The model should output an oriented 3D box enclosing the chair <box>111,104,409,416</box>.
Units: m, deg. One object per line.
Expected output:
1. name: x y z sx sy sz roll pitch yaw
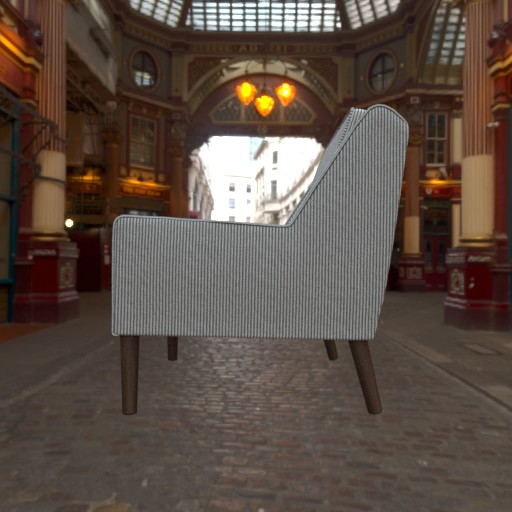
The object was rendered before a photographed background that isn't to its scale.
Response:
1. chair: 0.000 0.000 1.395 0.743 0.792 0.663 0 0 0
